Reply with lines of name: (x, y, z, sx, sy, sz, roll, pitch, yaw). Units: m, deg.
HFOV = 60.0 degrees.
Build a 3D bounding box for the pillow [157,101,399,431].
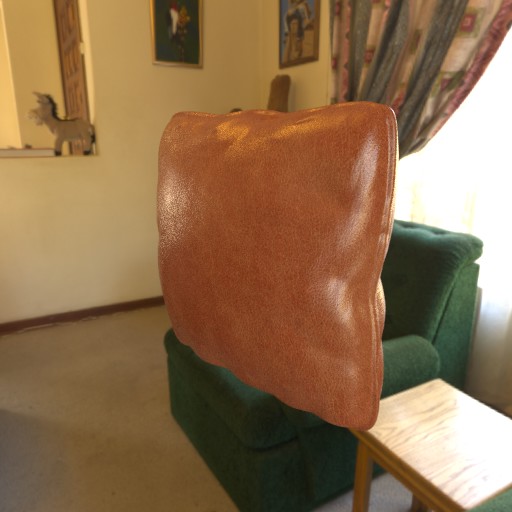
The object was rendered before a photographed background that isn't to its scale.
pillow: (0.000, 0.000, 0.820, 0.532, 0.523, 0.236, 15, 21, 43)
